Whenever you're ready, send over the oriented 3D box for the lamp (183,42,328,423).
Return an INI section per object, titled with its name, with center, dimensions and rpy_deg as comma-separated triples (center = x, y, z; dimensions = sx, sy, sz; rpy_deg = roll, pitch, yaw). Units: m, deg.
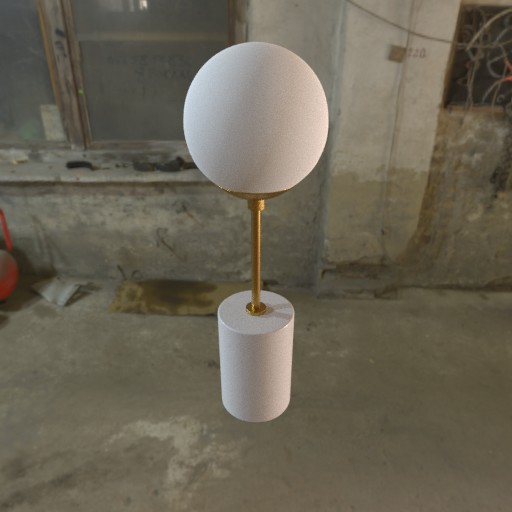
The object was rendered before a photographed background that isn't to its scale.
[lamp]
center = 0.000, 0.000, 0.552
dimensions = 0.153, 0.480, 0.153
rpy_deg = 0, 29, 0
